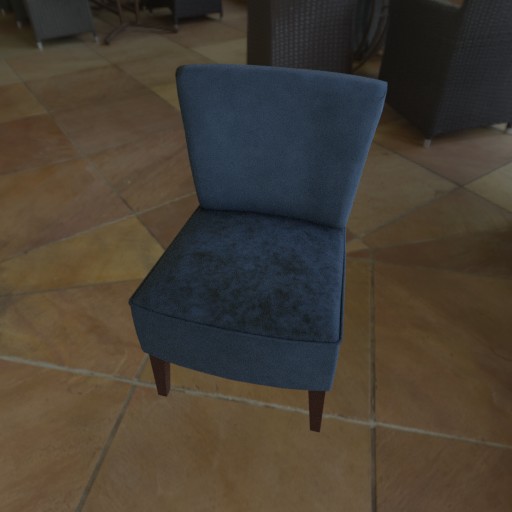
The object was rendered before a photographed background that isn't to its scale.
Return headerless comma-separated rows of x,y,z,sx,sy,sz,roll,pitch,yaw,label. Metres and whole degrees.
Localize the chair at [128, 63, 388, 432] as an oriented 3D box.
0.000,0.000,1.168,0.521,0.806,0.551,9,41,11,chair
